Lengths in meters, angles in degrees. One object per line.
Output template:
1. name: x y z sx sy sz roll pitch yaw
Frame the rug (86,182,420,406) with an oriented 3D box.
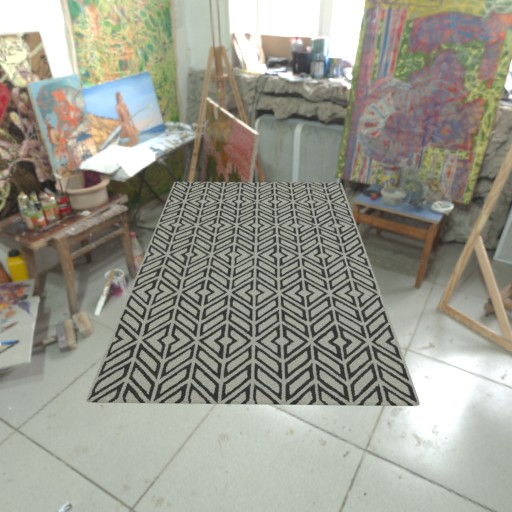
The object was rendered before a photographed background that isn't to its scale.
1. rug: 0.000 0.000 3.024 1.523 0.008 2.438 0 33 1
